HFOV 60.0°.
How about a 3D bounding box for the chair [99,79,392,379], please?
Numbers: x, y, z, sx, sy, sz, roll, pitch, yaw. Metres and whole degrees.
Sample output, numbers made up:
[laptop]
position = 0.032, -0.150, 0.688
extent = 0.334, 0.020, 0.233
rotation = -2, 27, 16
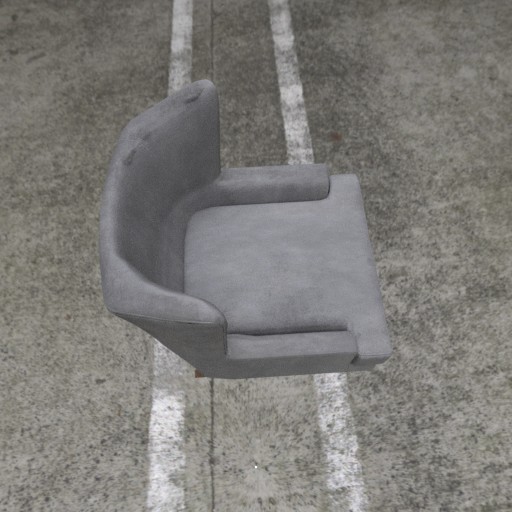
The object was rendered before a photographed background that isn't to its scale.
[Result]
[chair]
position = 0.000, 0.000, 1.618
extent = 0.906, 0.950, 0.784
rotation = -3, 65, -2
